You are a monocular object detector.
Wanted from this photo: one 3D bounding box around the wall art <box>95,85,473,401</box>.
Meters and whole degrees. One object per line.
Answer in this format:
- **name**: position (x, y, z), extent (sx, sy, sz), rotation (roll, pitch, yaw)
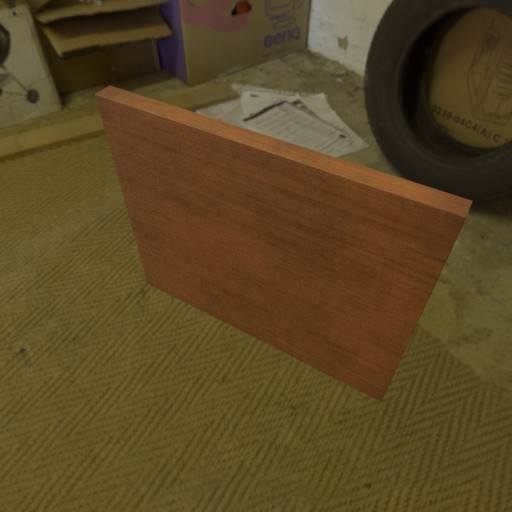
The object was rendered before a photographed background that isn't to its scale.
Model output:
- **wall art**: position (0.000, 0.000, 0.762), extent (0.558, 0.457, 0.033), rotation (23, 51, 20)
